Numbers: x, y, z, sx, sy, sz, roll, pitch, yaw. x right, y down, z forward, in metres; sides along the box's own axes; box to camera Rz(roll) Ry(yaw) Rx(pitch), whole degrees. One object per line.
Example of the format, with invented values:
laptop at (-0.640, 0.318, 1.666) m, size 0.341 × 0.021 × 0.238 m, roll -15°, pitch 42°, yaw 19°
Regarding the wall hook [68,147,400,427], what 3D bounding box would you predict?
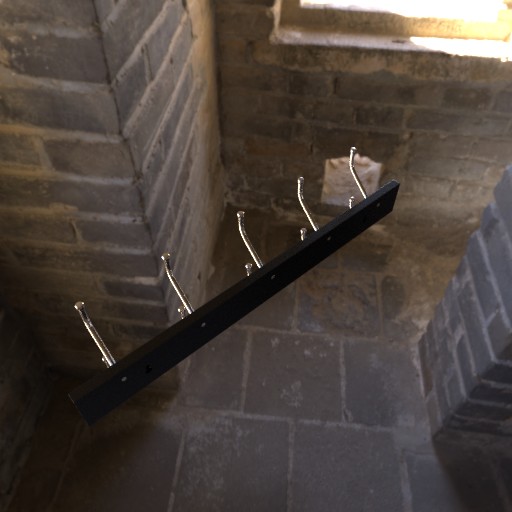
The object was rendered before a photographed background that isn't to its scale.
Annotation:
wall hook at (0.000, 0.000, 0.615) m, size 0.571 × 0.117 × 0.071 m, roll -33°, pitch 54°, yaw -27°
